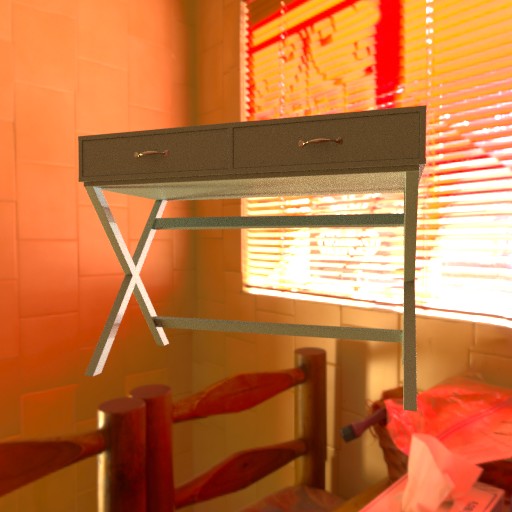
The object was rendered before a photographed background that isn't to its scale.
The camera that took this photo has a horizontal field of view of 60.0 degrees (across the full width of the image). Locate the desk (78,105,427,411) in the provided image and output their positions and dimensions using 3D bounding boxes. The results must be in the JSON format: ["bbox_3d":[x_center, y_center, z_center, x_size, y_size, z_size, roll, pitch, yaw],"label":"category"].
[{"bbox_3d":[0.000,0.000,1.515,1.057,0.780,0.525,0,2,18],"label":"desk"}]
